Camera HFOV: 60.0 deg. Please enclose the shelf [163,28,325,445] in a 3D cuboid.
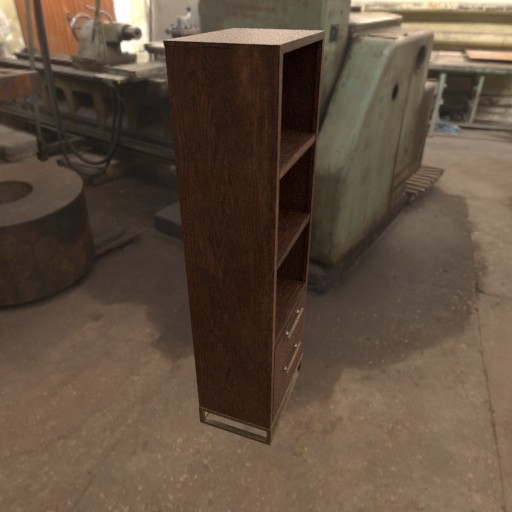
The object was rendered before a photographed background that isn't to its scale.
[{"bbox_3d":[0.000,0.000,1.934,0.395,1.732,0.539,11,33,18],"label":"shelf"}]
